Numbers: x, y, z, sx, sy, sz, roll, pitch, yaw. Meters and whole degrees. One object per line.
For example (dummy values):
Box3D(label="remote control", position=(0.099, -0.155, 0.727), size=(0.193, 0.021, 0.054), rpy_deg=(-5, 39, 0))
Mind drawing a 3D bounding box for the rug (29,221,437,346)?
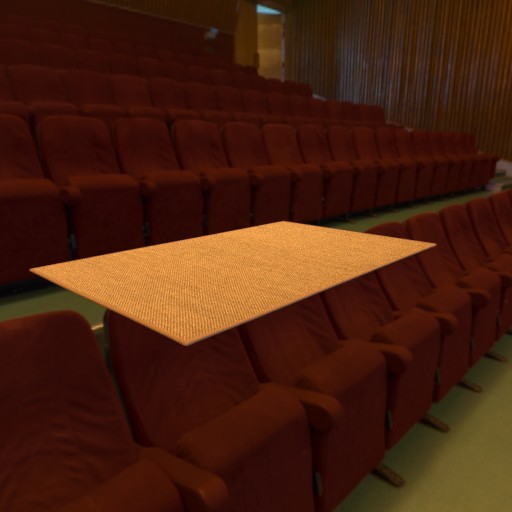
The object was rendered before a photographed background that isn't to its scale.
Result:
Box3D(label="rug", position=(0.000, 0.000, 2.099), size=(1.061, 0.012, 1.668), rpy_deg=(13, 19, 42))
